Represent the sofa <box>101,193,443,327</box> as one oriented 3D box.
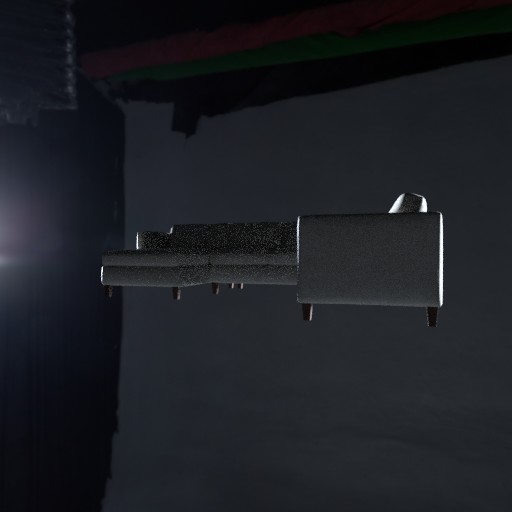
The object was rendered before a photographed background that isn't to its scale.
[{"bbox_3d":[0.000,0.000,4.367,3.238,0.853,2.551,0,0,19],"label":"sofa"}]
